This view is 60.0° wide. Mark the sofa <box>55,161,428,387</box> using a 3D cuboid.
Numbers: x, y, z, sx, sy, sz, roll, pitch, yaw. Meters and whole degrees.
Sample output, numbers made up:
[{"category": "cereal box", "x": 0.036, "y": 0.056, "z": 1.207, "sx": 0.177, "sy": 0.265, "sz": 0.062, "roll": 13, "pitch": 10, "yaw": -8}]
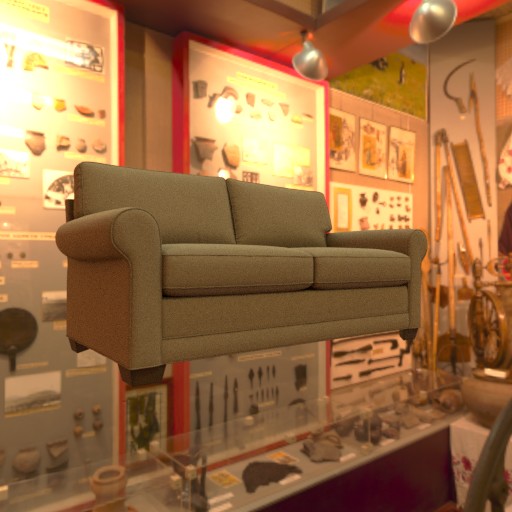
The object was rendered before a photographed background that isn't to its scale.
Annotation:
[{"category": "sofa", "x": 0.000, "y": 0.000, "z": 2.404, "sx": 1.930, "sy": 0.952, "sz": 0.940, "roll": 1, "pitch": -1, "yaw": -36}]
